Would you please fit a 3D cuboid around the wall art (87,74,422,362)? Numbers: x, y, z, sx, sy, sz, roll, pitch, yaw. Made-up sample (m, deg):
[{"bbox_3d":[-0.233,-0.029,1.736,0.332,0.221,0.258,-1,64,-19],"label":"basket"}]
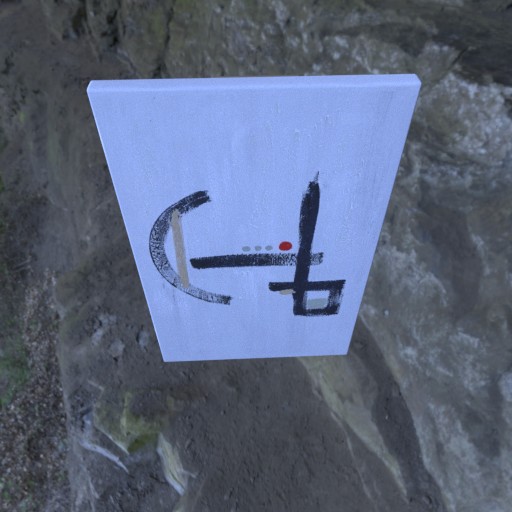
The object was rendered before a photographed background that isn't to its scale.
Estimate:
[{"bbox_3d":[0.000,0.000,1.133,0.602,0.916,0.048,-2,46,-2],"label":"wall art"}]
